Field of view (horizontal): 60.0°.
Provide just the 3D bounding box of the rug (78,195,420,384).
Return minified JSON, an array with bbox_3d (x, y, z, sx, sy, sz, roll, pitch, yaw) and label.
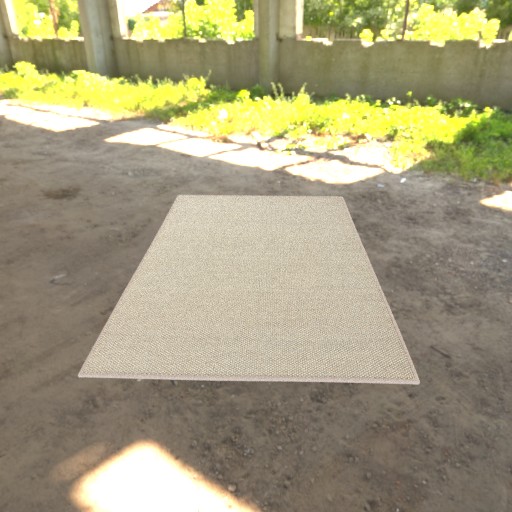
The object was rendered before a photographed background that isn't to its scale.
[{"bbox_3d":[0.000,0.000,2.111,1.067,0.013,1.676,1,27,2],"label":"rug"}]
